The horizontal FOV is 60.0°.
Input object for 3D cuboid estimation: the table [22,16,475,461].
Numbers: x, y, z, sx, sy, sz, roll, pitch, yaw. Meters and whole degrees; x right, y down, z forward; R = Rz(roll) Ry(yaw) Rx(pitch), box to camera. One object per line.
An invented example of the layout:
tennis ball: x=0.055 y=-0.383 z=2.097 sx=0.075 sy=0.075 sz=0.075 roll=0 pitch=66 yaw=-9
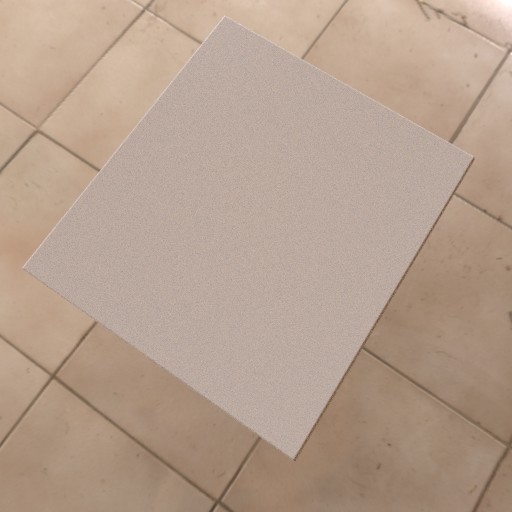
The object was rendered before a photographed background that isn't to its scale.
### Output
table: x=0.000 y=0.000 z=0.758 sx=0.380 sy=0.460 sz=0.420 roll=33 pitch=79 yaw=7
